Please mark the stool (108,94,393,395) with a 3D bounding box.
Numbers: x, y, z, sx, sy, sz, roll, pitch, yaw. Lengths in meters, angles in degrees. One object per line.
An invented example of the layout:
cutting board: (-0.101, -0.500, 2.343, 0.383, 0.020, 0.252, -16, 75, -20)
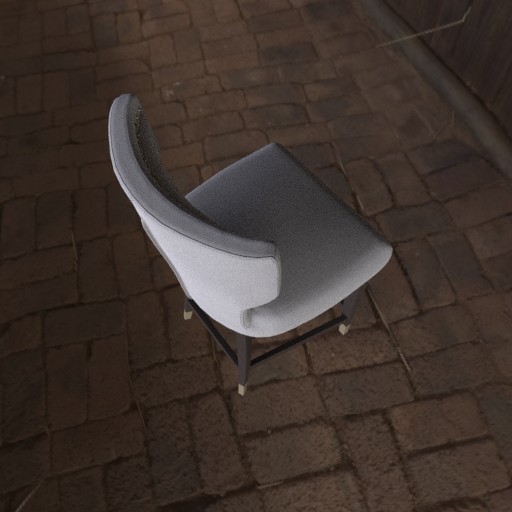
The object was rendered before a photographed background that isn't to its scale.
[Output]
stool: (0.000, 0.000, 1.288, 0.563, 0.982, 0.527, -33, 64, -19)
